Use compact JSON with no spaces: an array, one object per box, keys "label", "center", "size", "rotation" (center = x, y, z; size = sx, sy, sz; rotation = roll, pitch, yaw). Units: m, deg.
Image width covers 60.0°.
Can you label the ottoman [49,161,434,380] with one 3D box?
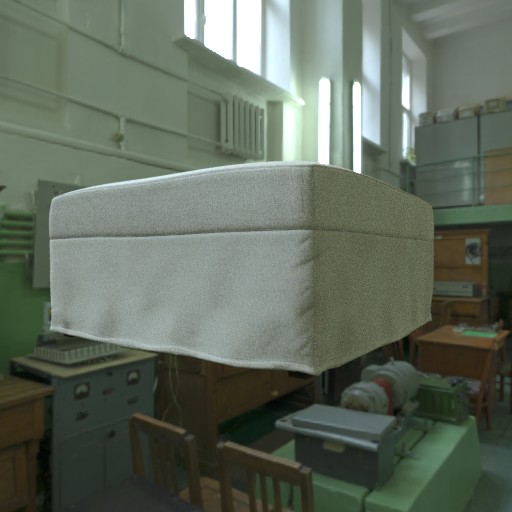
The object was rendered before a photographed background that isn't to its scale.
[{"label":"ottoman","center":[0.000,0.000,1.312],"size":[0.842,0.441,0.843],"rotation":[0,0,35]}]
